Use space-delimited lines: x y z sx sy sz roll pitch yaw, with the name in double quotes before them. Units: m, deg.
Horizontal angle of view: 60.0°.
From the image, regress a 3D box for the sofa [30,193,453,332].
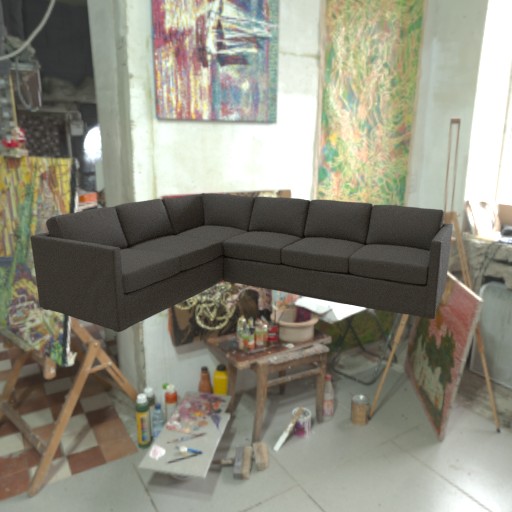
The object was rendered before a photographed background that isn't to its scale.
"sofa" 0.000 0.000 4.198 3.182 0.871 2.432 8 16 28
